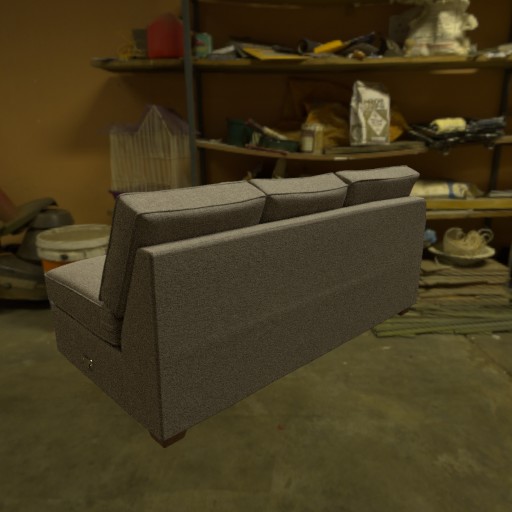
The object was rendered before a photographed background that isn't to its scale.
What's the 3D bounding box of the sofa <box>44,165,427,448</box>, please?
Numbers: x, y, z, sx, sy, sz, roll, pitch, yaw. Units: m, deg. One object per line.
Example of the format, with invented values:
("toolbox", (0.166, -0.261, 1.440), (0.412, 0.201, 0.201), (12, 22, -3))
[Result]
("sofa", (0.000, 0.000, 2.471), (1.963, 0.946, 1.034), (-15, 21, -42))
